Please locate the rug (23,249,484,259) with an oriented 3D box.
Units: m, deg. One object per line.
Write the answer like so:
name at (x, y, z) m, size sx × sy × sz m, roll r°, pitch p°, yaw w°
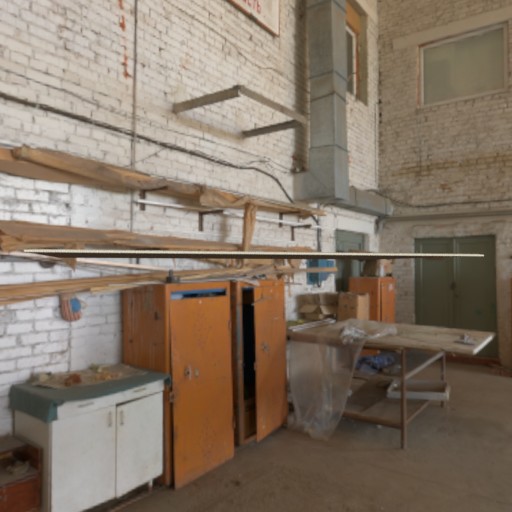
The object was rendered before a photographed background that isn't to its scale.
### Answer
rug at (0.000, 0.000, 1.401) m, size 1.219 × 0.007 × 0.604 m, roll 0°, pitch -1°, yaw -18°
